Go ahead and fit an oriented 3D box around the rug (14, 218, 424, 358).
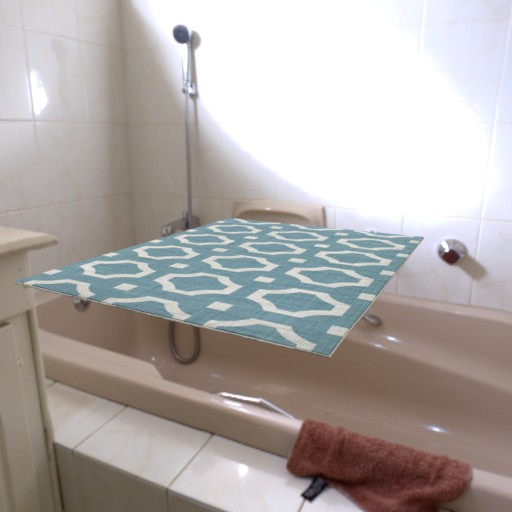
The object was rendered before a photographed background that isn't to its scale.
[{"bbox_3d":[0.000,0.000,4.029,2.466,0.021,3.049,8,17,27],"label":"rug"}]
